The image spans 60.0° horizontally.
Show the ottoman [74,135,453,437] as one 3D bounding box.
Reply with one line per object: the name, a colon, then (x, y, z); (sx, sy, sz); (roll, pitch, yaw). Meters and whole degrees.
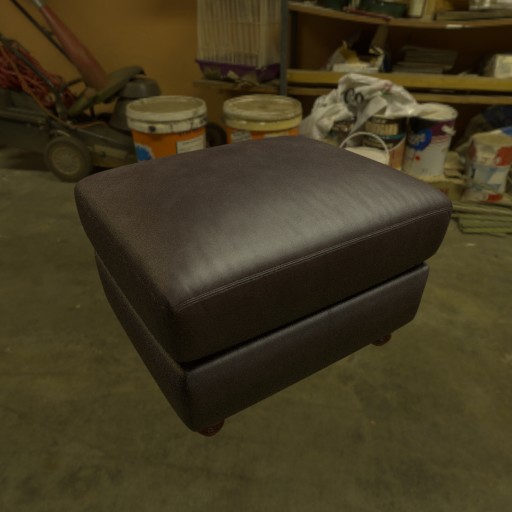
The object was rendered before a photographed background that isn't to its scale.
ottoman: (0.000, 0.000, 1.261); (0.806, 0.569, 0.670); (-19, 36, -28)
